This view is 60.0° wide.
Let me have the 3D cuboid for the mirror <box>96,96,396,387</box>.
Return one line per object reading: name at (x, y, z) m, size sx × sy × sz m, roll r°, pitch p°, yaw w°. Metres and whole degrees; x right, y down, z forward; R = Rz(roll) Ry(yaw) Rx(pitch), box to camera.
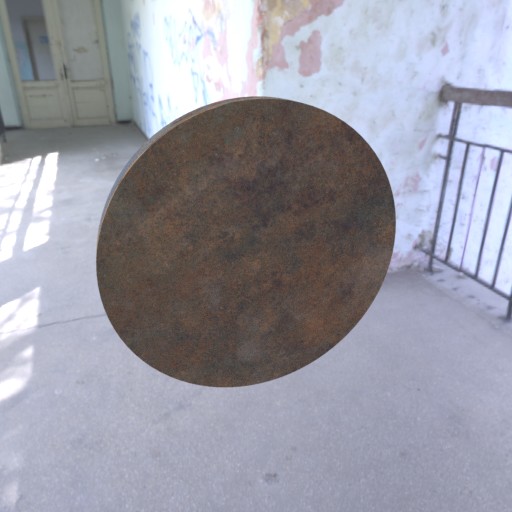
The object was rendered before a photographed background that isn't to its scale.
mirror at (0.000, 0.000, 0.862) m, size 0.585 × 0.585 × 0.061 m, roll -8°, pitch 27°, yaw -16°
